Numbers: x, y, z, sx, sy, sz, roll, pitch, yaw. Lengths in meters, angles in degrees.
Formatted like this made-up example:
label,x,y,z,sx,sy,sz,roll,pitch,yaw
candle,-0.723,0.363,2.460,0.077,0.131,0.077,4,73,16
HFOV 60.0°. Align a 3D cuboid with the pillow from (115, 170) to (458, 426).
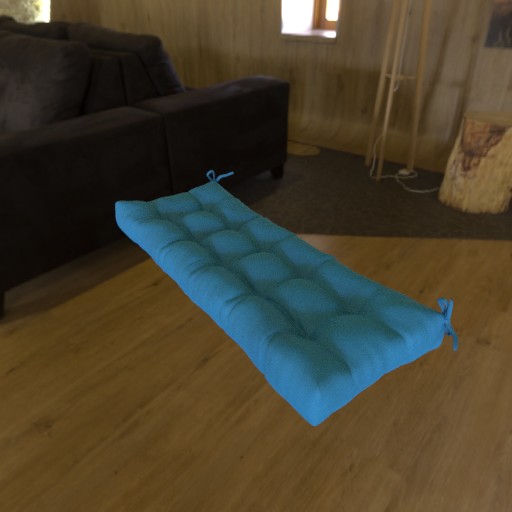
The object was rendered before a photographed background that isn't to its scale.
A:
label,x,y,z,sx,sy,sz,roll,pitch,yaw
pillow,0.000,0.000,1.378,0.511,0.174,1.194,-20,36,-30
